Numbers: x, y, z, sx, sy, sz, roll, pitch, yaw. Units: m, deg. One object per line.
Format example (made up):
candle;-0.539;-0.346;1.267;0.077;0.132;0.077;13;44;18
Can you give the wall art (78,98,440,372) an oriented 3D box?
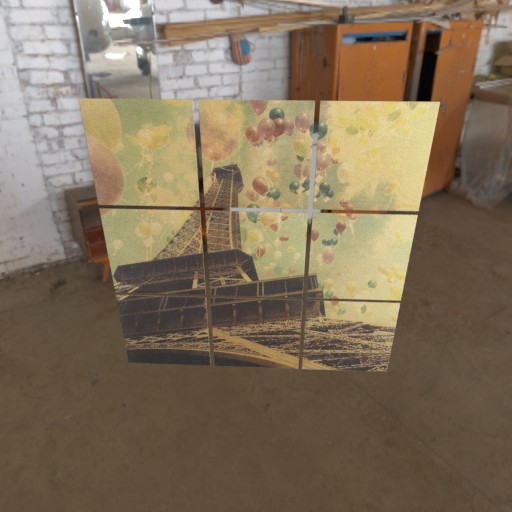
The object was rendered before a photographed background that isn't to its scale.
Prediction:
wall art;0.000;0.000;2.231;1.517;1.505;0.002;1;30;2
